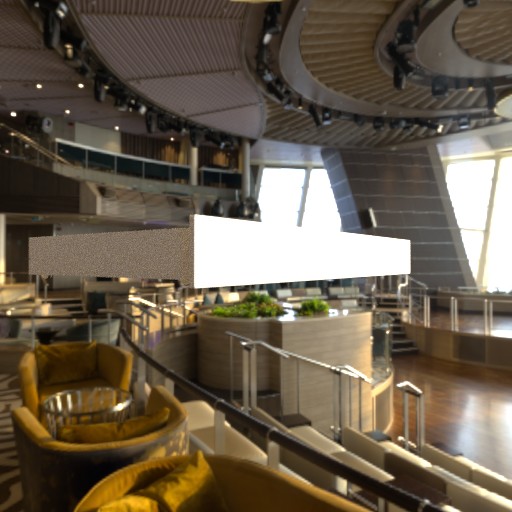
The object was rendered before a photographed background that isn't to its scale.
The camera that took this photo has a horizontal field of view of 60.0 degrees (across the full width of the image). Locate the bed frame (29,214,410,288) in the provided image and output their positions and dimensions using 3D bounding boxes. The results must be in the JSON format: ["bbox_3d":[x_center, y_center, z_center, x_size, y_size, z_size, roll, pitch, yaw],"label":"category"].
[{"bbox_3d":[0.000,0.000,1.561,0.670,0.141,1.300,-1,-1,36],"label":"bed frame"}]
